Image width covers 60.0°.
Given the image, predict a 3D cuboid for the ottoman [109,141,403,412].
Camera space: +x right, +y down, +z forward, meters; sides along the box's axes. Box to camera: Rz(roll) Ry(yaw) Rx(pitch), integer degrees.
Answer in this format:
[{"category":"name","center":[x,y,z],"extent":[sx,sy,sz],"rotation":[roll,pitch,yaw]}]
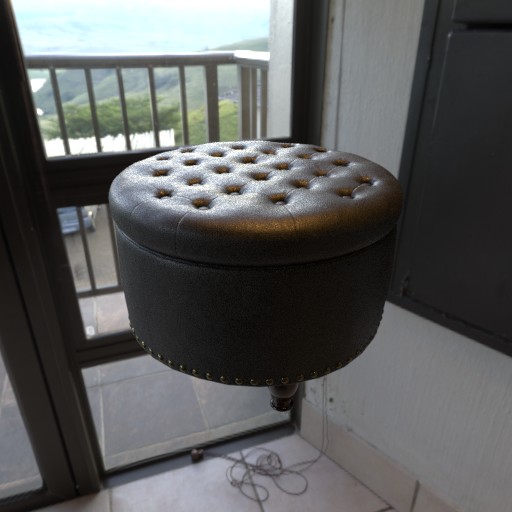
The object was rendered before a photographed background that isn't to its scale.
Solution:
[{"category":"ottoman","center":[0.000,0.000,1.080],"extent":[0.637,0.442,0.637],"rotation":[0,27,0]}]
